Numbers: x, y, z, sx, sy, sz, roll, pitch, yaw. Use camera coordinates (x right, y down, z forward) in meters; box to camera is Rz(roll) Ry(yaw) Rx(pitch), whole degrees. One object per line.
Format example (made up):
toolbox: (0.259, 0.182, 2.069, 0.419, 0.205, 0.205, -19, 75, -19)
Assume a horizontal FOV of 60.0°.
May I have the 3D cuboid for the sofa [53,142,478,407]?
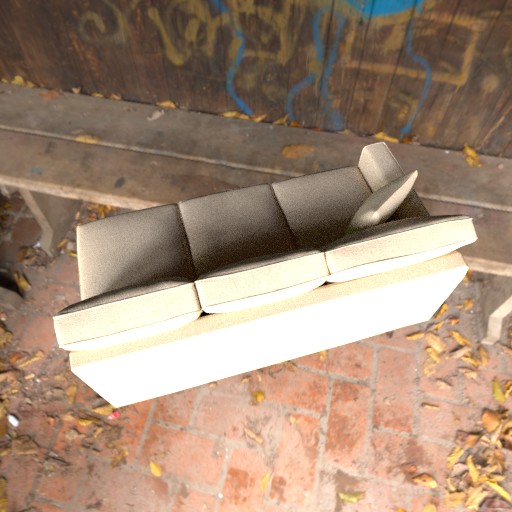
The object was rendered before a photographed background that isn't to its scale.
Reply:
sofa: (0.000, 0.000, 2.520, 1.962, 0.946, 1.034, -14, 59, -8)
